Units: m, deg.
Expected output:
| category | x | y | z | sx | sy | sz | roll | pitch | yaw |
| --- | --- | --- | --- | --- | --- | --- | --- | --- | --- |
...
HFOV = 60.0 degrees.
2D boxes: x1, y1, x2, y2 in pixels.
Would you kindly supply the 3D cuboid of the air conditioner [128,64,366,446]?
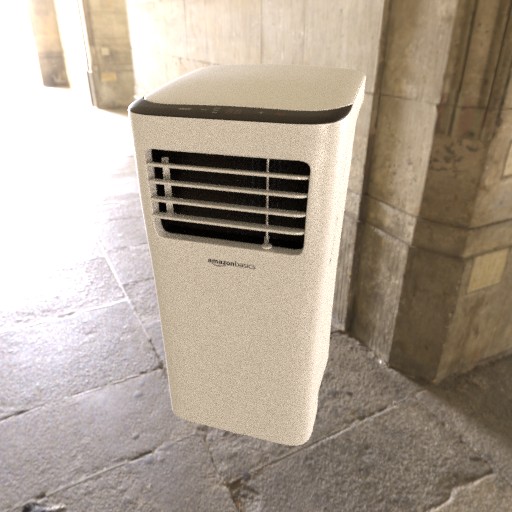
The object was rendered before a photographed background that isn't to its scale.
| category | x | y | z | sx | sy | sz | roll | pitch | yaw |
| --- | --- | --- | --- | --- | --- | --- | --- | --- | --- |
| air conditioner | 0.000 | 0.000 | 0.927 | 0.352 | 0.716 | 0.369 | 8 | 29 | 15 |
